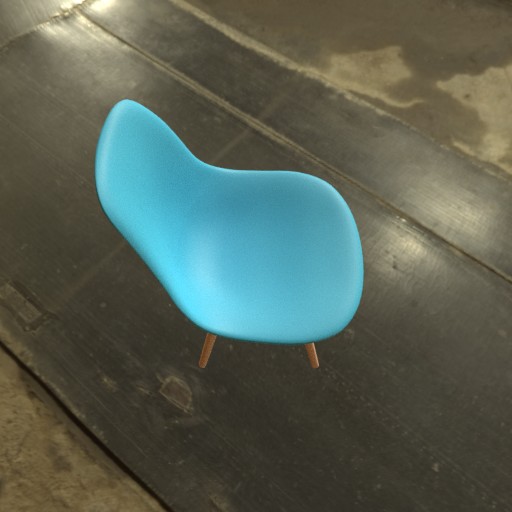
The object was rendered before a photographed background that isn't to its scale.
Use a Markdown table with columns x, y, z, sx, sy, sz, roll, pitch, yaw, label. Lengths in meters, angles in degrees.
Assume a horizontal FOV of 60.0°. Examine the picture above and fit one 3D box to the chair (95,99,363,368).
| x | y | z | sx | sy | sz | roll | pitch | yaw | label |
| --- | --- | --- | --- | --- | --- | --- | --- | --- | --- |
| 0.000 | 0.000 | 1.108 | 0.531 | 0.826 | 0.470 | 1 | 64 | 0 | chair |
